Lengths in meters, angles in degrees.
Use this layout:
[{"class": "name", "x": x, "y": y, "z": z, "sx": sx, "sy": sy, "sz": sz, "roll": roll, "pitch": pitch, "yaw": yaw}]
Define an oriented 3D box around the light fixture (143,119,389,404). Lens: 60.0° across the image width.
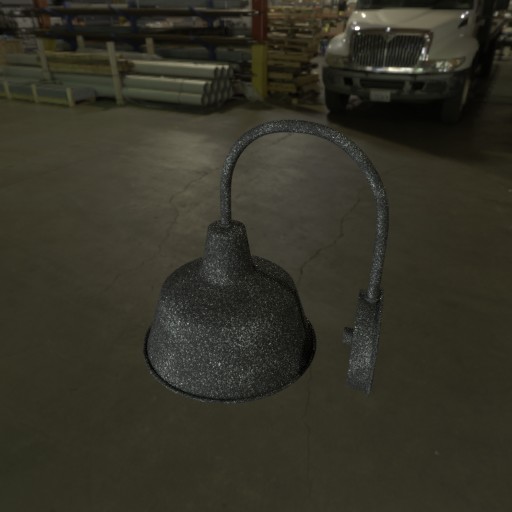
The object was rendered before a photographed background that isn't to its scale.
[{"class": "light fixture", "x": 0.000, "y": 0.000, "z": 0.491, "sx": 0.283, "sy": 0.300, "sz": 0.216, "roll": 8, "pitch": 30, "yaw": 14}]
